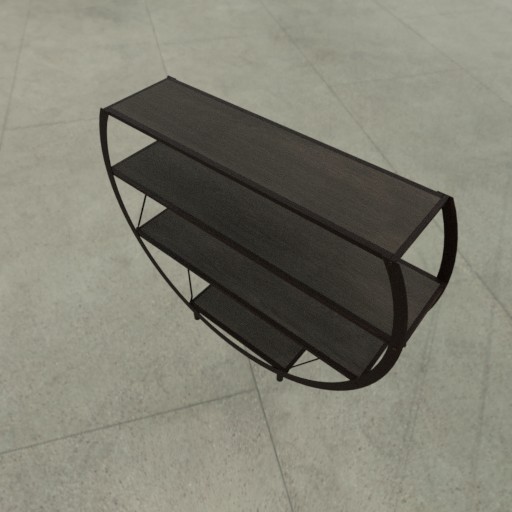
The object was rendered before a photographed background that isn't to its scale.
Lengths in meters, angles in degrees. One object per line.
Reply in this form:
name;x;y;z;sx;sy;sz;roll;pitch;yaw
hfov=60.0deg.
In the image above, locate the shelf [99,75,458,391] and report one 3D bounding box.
shelf;0.000;0.000;1.858;1.403;1.063;0.344;31;55;26
